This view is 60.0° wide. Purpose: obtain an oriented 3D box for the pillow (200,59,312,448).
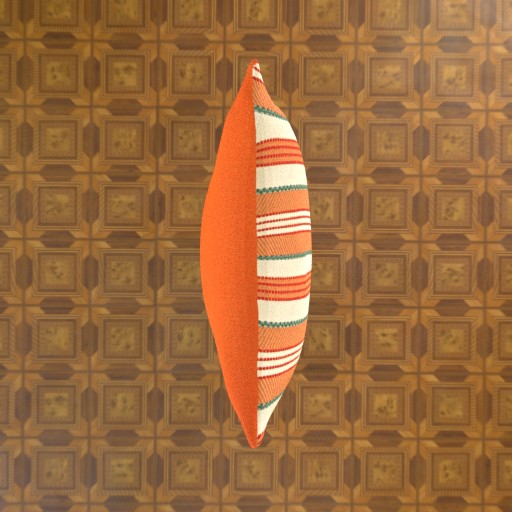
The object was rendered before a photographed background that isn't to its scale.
[{"bbox_3d":[0.000,0.000,0.699,0.182,0.441,0.440,0,90,0],"label":"pillow"}]
